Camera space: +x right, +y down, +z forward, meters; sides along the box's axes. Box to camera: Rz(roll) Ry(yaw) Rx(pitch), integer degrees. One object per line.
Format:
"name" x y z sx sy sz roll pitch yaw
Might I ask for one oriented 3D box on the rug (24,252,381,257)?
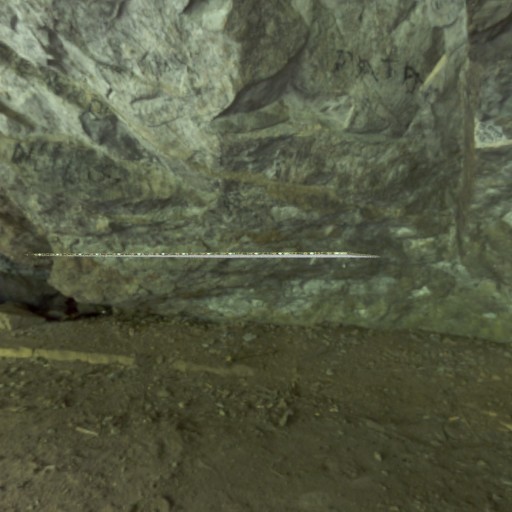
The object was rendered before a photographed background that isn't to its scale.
"rug" 0.000 0.000 3.016 1.544 0.010 2.435 0 0 19
